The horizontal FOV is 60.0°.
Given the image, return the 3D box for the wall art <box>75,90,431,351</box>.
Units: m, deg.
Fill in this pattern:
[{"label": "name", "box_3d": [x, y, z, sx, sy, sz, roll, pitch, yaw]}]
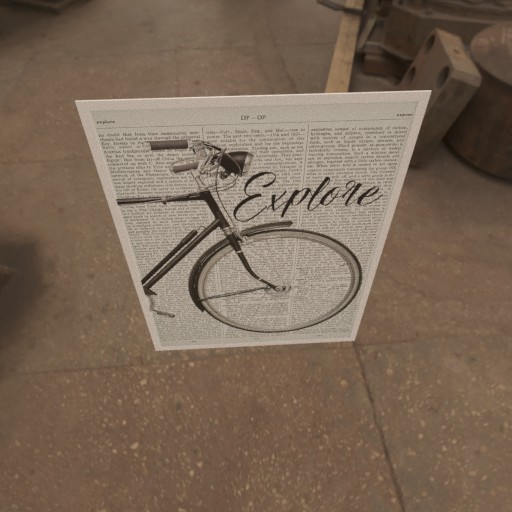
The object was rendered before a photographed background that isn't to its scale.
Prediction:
[{"label": "wall art", "box_3d": [0.000, 0.000, 0.794, 0.457, 0.610, 0.003, -2, 48, -2]}]
